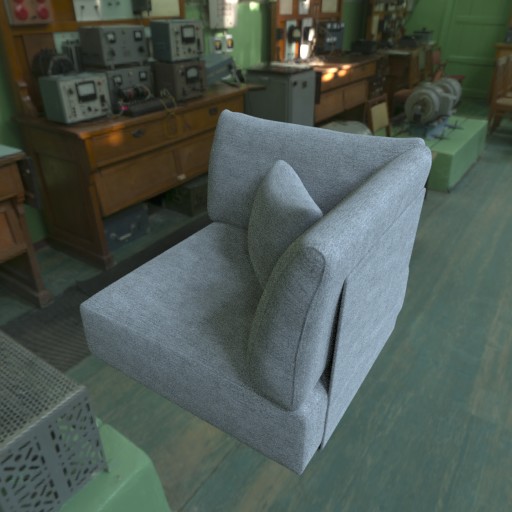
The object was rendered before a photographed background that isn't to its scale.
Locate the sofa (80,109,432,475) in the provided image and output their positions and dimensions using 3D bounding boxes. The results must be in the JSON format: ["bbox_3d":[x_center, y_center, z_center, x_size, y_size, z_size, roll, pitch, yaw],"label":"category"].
[{"bbox_3d":[0.000,0.000,1.699,1.000,0.820,1.000,18,35,28],"label":"sofa"}]
